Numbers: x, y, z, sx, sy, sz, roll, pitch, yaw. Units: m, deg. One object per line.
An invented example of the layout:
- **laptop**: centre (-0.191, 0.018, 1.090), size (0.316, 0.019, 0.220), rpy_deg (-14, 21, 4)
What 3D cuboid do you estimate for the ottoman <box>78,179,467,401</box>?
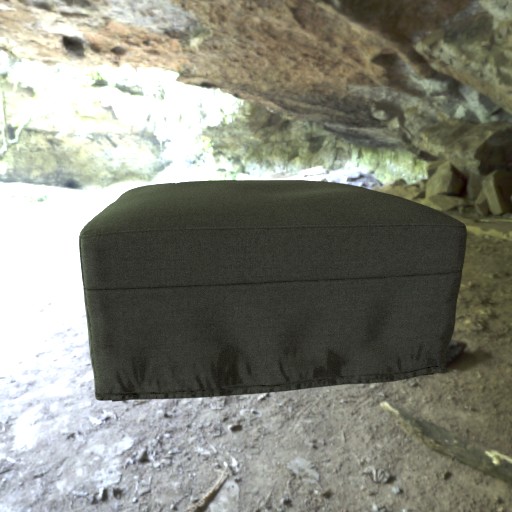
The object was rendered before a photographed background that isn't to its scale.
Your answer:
- **ottoman**: centre (0.000, 0.000, 1.330), size (0.840, 0.436, 0.843), rpy_deg (-2, 14, -9)
